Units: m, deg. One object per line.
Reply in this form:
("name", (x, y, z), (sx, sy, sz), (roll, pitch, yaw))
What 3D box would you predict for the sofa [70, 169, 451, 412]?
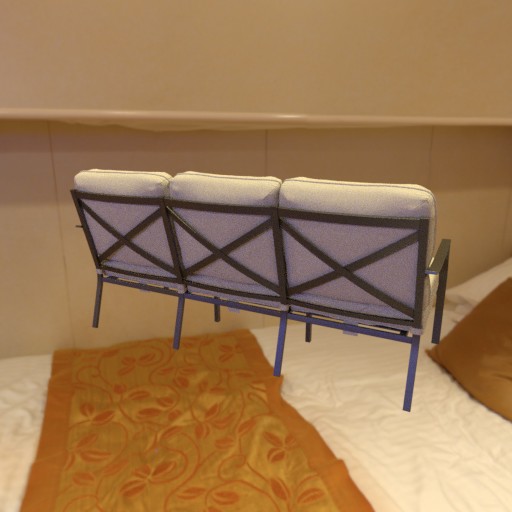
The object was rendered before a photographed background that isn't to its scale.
("sofa", (0.000, 0.000, 2.224), (1.740, 0.860, 0.787), (8, 17, 26))
